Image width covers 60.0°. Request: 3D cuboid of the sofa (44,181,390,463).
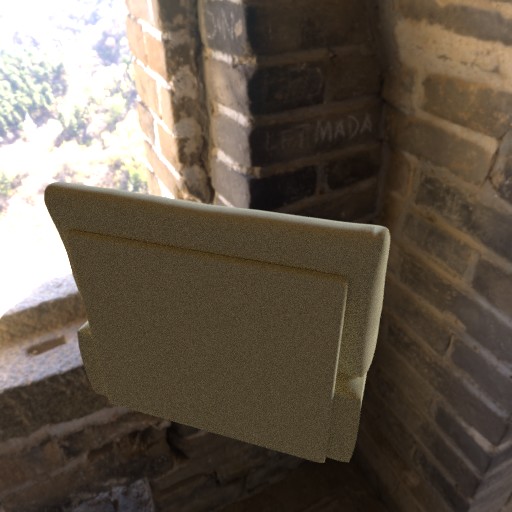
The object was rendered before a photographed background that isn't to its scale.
[{"bbox_3d":[0.000,0.000,1.646,0.930,0.820,1.000,10,33,15],"label":"sofa"}]
